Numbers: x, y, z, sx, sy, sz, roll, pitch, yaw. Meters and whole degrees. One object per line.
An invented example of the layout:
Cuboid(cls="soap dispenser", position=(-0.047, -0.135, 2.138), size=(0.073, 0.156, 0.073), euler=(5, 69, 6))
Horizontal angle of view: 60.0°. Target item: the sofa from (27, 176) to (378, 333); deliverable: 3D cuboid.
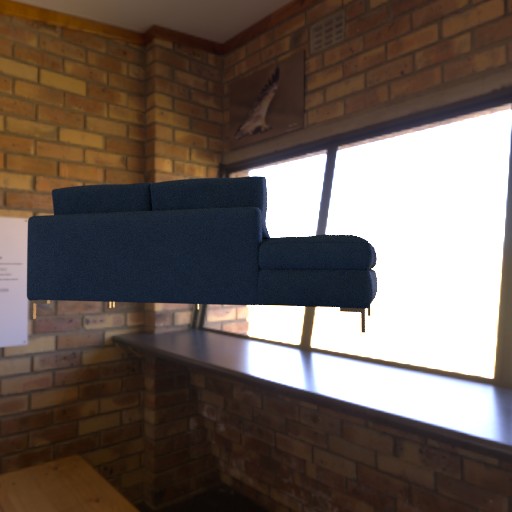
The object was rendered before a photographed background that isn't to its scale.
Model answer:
Cuboid(cls="sofa", position=(0.000, 0.000, 3.737), size=(2.007, 0.815, 2.949), euler=(0, -2, 16))
